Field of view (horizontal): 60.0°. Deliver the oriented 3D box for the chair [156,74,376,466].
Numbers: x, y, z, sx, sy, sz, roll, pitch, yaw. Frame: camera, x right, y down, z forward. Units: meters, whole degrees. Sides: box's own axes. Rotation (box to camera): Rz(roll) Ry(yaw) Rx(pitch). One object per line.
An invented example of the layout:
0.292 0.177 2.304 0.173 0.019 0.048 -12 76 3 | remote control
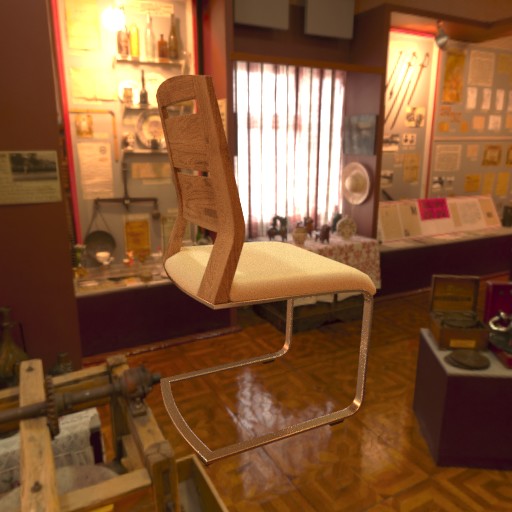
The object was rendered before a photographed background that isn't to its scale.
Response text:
0.000 0.000 1.314 0.561 0.955 0.457 -7 15 -26 | chair
